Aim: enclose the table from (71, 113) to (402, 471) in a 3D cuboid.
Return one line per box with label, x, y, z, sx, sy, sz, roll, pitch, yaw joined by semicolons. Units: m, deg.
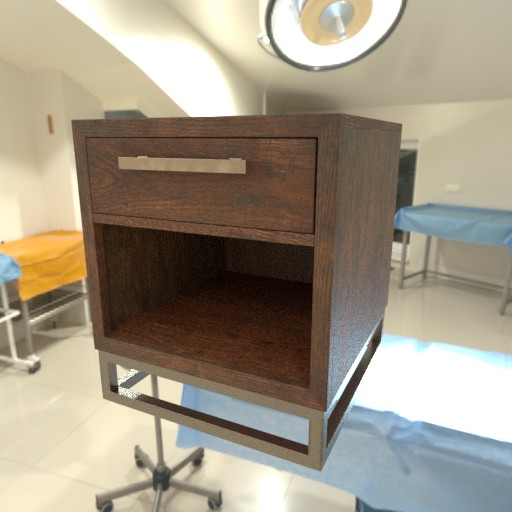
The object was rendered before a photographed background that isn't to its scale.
table;0.000;0.000;1.003;0.506;0.582;0.566;7;17;25
